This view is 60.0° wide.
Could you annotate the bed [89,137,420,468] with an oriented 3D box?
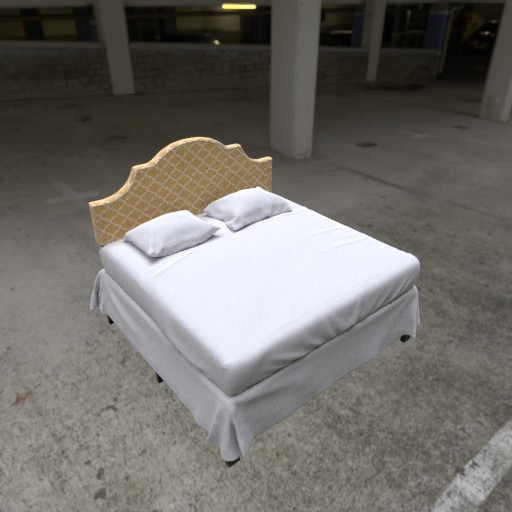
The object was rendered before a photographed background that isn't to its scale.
[{"bbox_3d":[0.000,0.000,3.777,2.314,1.601,2.222,-22,37,-33],"label":"bed"}]
